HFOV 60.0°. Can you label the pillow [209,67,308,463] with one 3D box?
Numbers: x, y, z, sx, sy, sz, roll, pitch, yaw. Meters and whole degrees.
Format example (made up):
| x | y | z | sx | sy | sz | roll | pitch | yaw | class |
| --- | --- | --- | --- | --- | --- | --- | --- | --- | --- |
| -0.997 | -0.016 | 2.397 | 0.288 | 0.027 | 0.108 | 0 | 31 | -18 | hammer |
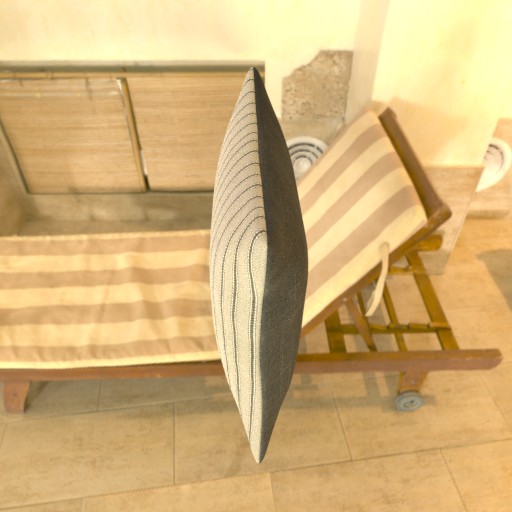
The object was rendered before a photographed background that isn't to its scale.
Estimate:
| x | y | z | sx | sy | sz | roll | pitch | yaw | class |
| --- | --- | --- | --- | --- | --- | --- | --- | --- | --- |
| 0.000 | 0.000 | 0.708 | 0.138 | 0.444 | 0.468 | -1 | 42 | -1 | pillow |
